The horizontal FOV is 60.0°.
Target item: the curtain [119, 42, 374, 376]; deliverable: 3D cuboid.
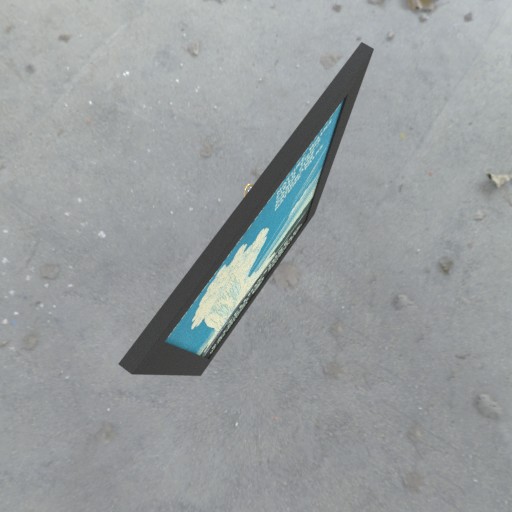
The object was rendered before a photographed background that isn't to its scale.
[{"bbox_3d":[0.000,0.000,0.791,0.027,0.585,0.483,34,77,9],"label":"curtain"}]
